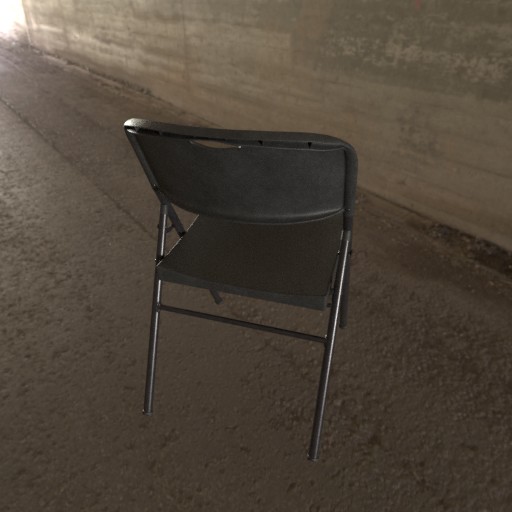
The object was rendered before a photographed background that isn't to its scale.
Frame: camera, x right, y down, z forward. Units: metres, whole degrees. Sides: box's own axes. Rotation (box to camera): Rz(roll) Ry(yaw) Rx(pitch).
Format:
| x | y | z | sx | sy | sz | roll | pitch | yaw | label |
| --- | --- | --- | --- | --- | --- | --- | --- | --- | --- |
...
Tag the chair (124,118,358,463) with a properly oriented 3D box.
| x | y | z | sx | sy | sz | roll | pitch | yaw | label |
| --- | --- | --- | --- | --- | --- | --- | --- | --- | --- |
| 0.000 | 0.000 | 1.173 | 0.494 | 0.810 | 0.566 | 9 | 32 | 15 | chair |
